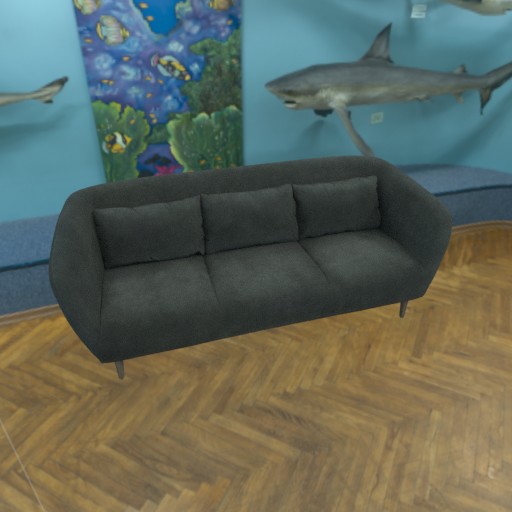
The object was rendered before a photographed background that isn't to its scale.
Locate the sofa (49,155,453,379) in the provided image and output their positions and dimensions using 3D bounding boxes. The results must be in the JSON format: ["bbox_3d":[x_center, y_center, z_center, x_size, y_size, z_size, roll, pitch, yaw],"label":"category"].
[{"bbox_3d":[0.000,0.000,2.823,2.296,0.875,0.956,-9,34,-14],"label":"sofa"}]
